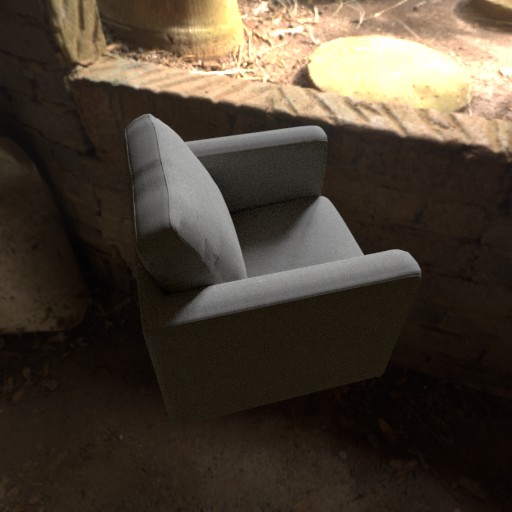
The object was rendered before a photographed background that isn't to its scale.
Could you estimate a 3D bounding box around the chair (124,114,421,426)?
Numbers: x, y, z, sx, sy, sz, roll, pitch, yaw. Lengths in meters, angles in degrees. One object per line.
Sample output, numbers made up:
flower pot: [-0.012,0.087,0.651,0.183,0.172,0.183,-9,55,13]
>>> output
chair: [0.000,0.000,1.598,0.800,0.927,0.855,-11,47,-10]
